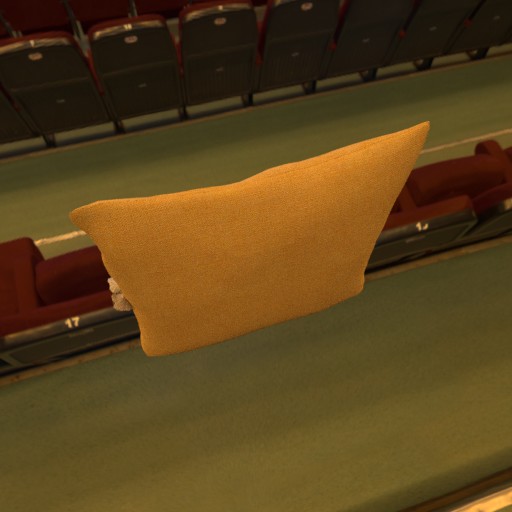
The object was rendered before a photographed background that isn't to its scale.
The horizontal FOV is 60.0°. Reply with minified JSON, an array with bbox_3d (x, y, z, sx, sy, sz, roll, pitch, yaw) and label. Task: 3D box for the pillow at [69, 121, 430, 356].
[{"bbox_3d":[0.000,0.000,0.750,0.485,0.481,0.167,-16,60,-9],"label":"pillow"}]
